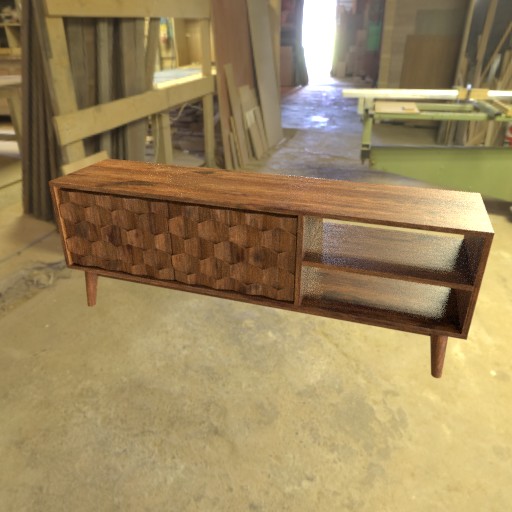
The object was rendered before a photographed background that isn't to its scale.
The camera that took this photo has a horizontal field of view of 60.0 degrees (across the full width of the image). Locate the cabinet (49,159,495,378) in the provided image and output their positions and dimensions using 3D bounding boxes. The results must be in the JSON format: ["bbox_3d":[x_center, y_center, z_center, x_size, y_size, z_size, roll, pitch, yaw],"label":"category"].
[{"bbox_3d":[0.000,0.000,1.644,1.448,0.528,0.349,8,28,16],"label":"cabinet"}]
